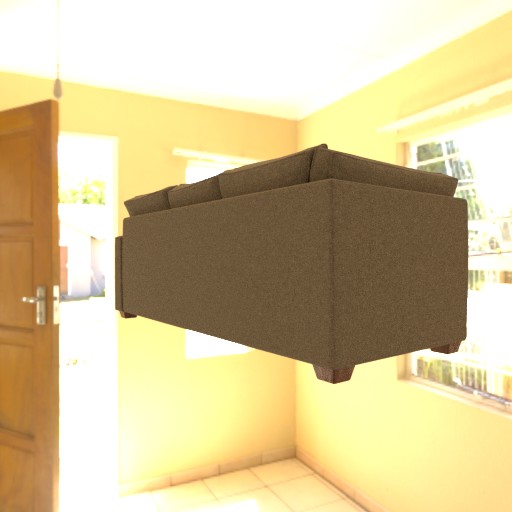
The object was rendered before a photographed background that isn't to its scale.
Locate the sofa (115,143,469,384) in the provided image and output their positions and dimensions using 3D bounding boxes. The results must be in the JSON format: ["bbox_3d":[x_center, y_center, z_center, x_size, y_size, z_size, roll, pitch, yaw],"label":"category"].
[{"bbox_3d":[0.000,0.000,2.851,1.061,0.962,2.317,0,0,-37],"label":"sofa"}]
